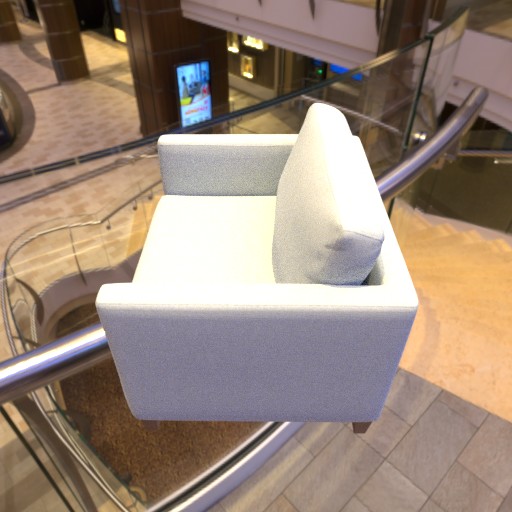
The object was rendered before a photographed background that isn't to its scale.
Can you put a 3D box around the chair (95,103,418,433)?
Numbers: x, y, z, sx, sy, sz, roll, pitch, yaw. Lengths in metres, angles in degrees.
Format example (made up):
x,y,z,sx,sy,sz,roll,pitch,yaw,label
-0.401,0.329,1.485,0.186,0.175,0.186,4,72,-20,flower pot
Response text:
x,y,z,sx,sy,sz,roll,pitch,yaw,label
0.000,0.000,1.816,0.953,0.961,1.107,0,41,0,chair
